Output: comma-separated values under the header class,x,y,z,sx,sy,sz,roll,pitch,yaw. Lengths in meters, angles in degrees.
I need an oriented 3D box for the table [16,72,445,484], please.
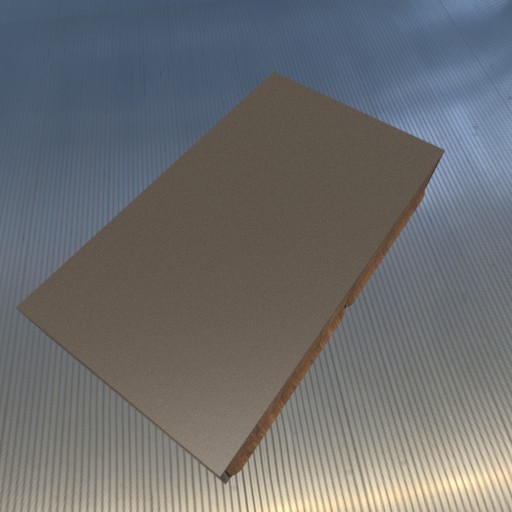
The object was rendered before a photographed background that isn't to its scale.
class,x,y,z,sx,sy,sz,roll,pitch,yaw
table,0.000,0.000,1.491,0.703,0.404,1.201,32,64,18
